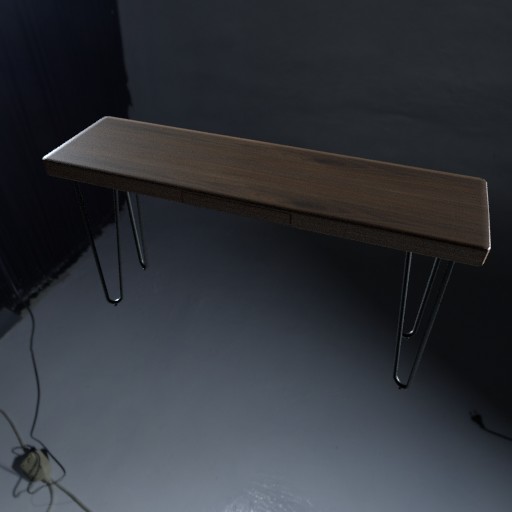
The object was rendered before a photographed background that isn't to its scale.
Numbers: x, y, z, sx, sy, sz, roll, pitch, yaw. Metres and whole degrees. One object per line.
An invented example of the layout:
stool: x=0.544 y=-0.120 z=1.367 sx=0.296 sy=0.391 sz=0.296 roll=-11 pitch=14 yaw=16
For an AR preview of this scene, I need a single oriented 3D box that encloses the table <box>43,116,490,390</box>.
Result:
table: x=0.000 y=0.000 z=1.878 sx=1.570 sy=0.834 sz=0.425 roll=13 pitch=42 yaw=15
